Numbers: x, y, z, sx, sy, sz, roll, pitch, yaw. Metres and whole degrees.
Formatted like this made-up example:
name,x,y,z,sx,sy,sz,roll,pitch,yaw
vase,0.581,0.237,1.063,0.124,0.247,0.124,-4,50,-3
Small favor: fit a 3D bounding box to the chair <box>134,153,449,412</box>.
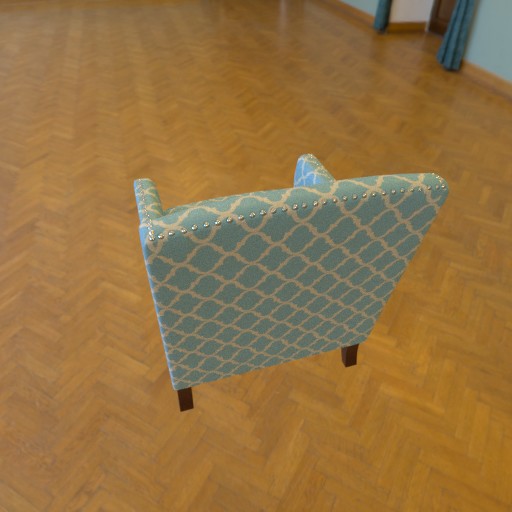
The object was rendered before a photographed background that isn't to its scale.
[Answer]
name,x,y,z,sx,sy,sz,roll,pitch,yaw
chair,0.000,0.000,1.312,0.617,0.817,0.686,-11,41,-13
